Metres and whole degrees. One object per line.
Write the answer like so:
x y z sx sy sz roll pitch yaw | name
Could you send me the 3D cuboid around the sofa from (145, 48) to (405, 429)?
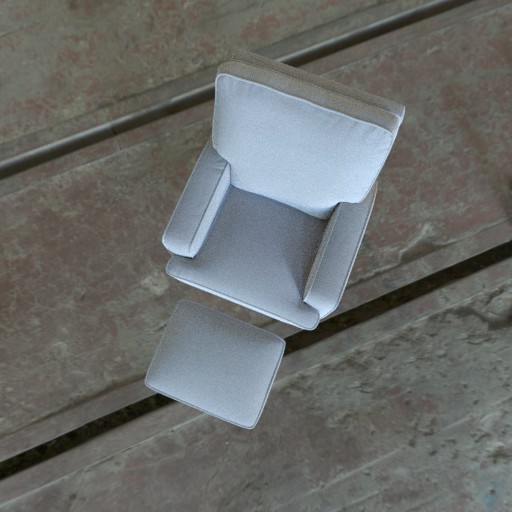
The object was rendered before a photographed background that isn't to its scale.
0.000 0.000 2.033 0.861 0.959 1.472 21 78 5 | sofa
